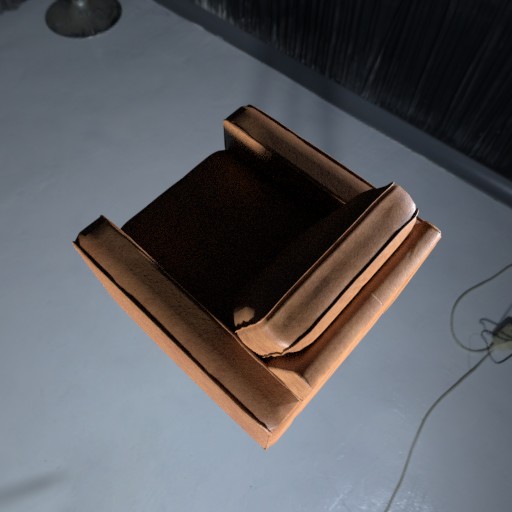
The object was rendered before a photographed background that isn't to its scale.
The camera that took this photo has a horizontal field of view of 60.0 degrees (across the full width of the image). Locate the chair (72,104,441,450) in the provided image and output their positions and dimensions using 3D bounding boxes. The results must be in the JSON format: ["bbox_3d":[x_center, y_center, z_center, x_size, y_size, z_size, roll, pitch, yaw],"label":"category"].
[{"bbox_3d":[0.000,0.000,1.726,1.027,0.901,0.987,36,68,17],"label":"chair"}]
